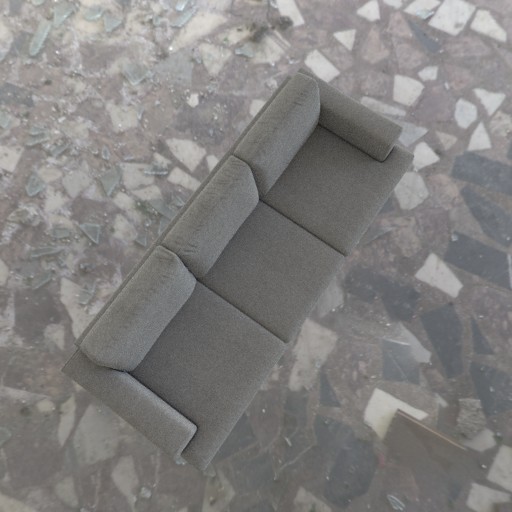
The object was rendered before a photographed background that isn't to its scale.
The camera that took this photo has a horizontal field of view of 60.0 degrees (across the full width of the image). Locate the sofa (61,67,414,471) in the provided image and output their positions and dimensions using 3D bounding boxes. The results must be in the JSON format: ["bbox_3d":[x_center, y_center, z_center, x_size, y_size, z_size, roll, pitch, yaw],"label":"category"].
[{"bbox_3d":[0.000,0.000,2.672,0.920,0.810,2.310,34,78,9],"label":"sofa"}]
